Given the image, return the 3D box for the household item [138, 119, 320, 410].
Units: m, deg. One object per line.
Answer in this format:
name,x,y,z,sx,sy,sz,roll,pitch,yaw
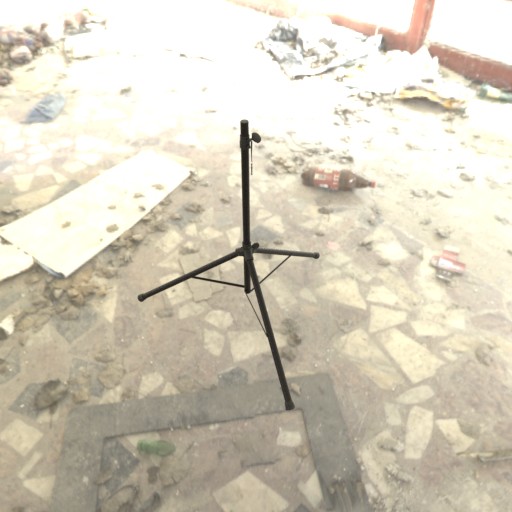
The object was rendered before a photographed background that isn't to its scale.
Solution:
household item,0.000,0.000,2.791,1.596,1.595,1.339,-12,44,-13
